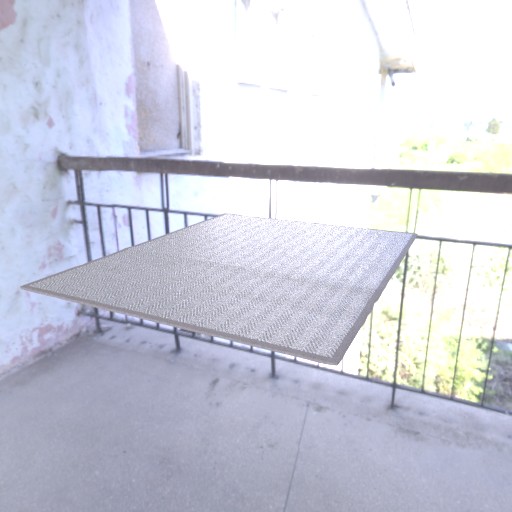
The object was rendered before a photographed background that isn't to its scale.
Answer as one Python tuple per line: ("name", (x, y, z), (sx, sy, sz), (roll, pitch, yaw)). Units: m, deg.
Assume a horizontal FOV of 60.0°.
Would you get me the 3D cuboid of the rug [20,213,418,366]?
("rug", (0.000, 0.000, 4.049), (2.434, 0.032, 3.007), (8, 19, 25))
